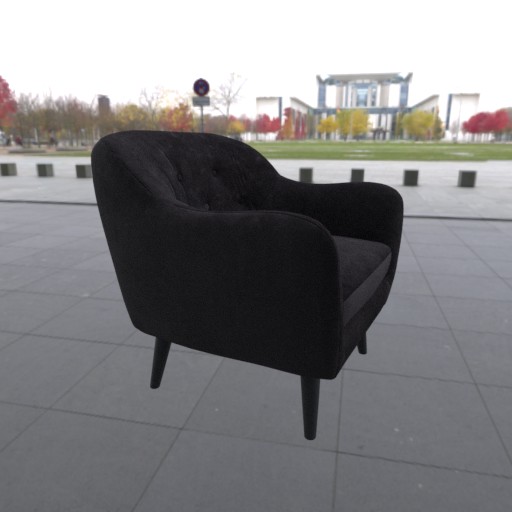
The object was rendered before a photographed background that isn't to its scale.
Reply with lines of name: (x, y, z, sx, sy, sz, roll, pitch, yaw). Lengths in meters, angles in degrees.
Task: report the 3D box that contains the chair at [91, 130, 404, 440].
chair: (0.000, 0.000, 1.474, 0.819, 0.807, 0.840, 8, 17, 27)
